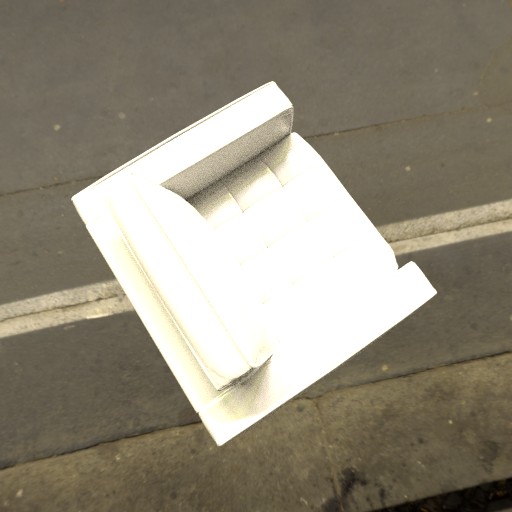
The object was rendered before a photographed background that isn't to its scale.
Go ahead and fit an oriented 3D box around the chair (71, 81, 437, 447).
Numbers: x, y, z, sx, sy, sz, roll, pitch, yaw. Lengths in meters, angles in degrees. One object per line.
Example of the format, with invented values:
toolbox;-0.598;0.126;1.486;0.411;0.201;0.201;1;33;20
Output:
chair;0.000;0.000;1.548;0.843;0.773;0.928;-33;78;-8
